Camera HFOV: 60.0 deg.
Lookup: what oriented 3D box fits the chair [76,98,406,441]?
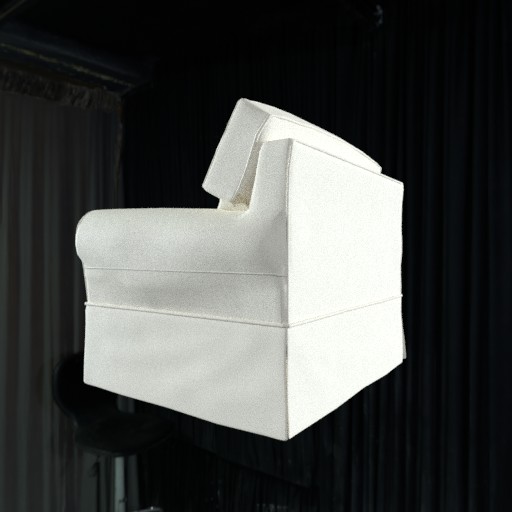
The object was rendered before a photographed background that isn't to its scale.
[{"bbox_3d":[0.000,0.000,1.793,0.904,0.958,1.099,0,1,35],"label":"chair"}]
